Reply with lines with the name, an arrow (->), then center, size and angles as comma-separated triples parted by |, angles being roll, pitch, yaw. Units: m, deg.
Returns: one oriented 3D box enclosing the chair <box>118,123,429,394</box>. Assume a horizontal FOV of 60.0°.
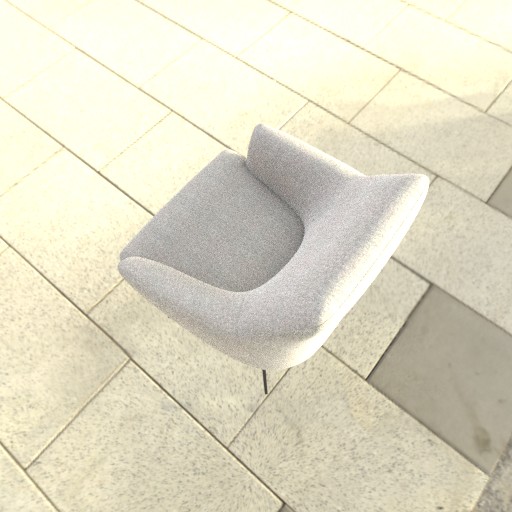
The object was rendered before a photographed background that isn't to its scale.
chair -> 0.000, 0.000, 1.349 | 0.677, 0.874, 0.642 | 35, 69, 16
